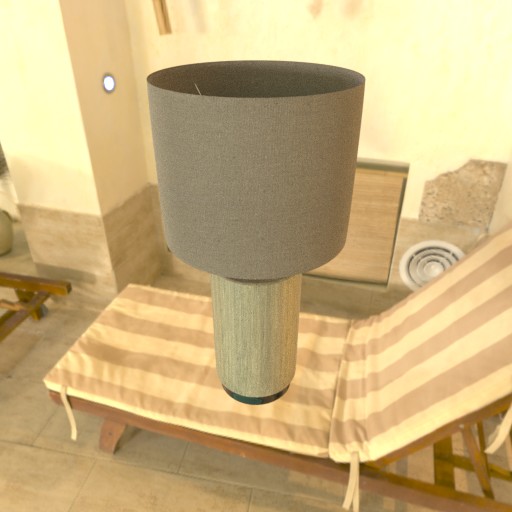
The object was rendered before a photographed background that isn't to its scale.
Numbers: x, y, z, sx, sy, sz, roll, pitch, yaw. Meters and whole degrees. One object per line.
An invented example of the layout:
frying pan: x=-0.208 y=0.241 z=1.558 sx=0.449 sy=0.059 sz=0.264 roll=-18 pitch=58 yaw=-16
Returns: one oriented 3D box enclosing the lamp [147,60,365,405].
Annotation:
lamp: x=0.000 y=0.000 z=0.581 sx=0.228 sy=0.444 sz=0.228 roll=9 pitch=32 yaw=14
